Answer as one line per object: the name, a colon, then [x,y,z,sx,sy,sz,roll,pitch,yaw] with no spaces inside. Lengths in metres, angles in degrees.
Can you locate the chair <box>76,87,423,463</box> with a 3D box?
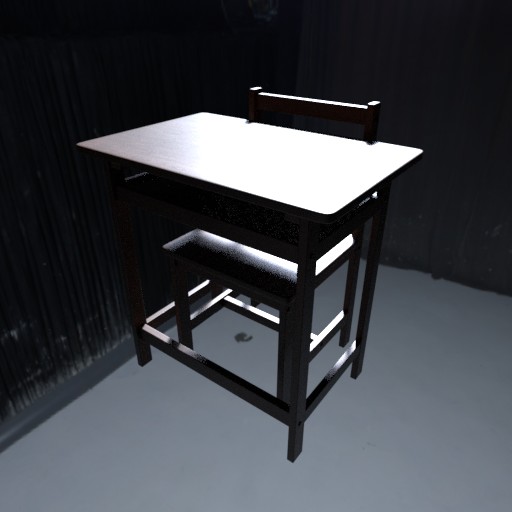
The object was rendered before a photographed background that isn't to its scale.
chair: [0.000,0.000,1.055,0.599,0.673,0.463,20,35,31]
